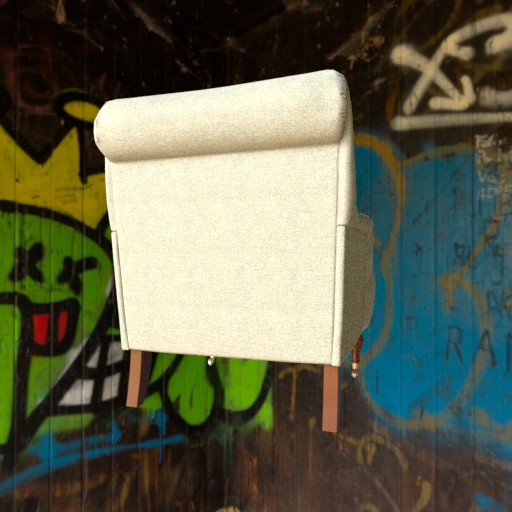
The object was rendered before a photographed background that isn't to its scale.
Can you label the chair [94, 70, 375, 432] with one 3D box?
[{"bbox_3d":[0.000,0.000,1.950,0.964,1.178,1.060,0,-1,19],"label":"chair"}]
